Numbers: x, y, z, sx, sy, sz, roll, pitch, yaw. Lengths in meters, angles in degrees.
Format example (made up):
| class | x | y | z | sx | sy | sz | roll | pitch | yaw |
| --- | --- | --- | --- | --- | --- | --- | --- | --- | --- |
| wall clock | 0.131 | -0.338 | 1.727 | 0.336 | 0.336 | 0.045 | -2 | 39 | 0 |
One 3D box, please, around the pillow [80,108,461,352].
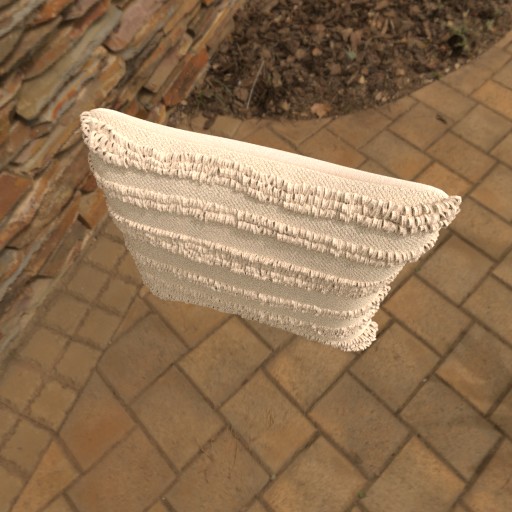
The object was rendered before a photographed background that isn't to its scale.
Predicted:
| class | x | y | z | sx | sy | sz | roll | pitch | yaw |
| --- | --- | --- | --- | --- | --- | --- | --- | --- | --- |
| pillow | 0.000 | 0.000 | 0.652 | 0.437 | 0.427 | 0.145 | 15 | 61 | 9 |
